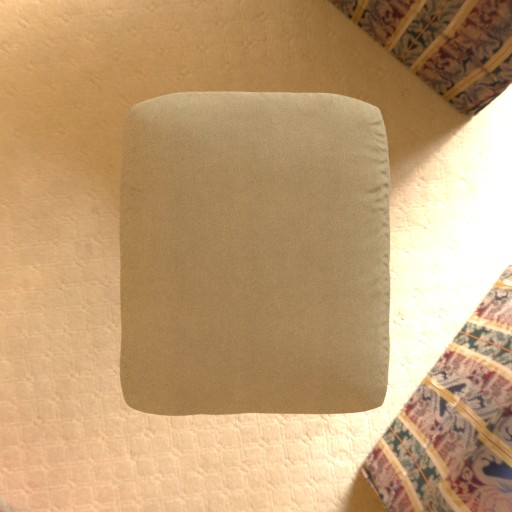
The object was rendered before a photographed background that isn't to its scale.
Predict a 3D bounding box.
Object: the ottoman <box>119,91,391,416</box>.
[{"bbox_3d":[0.000,0.000,1.073,0.584,0.480,0.712,0,90,0],"label":"ottoman"}]
